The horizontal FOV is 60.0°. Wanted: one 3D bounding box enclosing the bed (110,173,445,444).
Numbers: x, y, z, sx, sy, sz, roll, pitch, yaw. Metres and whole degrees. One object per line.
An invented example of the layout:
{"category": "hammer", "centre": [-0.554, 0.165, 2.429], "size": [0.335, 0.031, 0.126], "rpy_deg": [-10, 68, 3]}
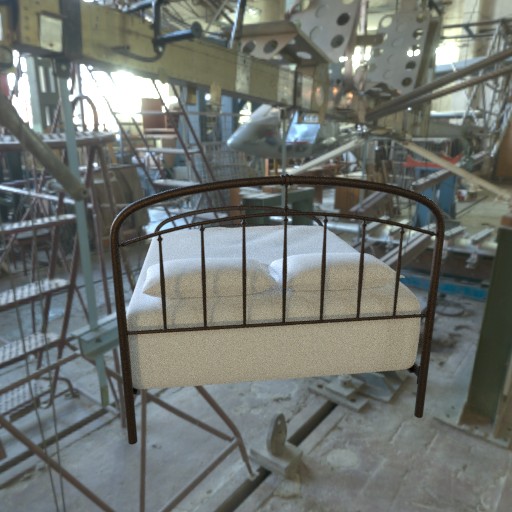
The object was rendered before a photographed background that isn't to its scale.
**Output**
{"category": "bed", "centre": [0.000, 0.000, 3.324], "size": [1.711, 1.425, 2.180], "rpy_deg": [-2, 16, -8]}
